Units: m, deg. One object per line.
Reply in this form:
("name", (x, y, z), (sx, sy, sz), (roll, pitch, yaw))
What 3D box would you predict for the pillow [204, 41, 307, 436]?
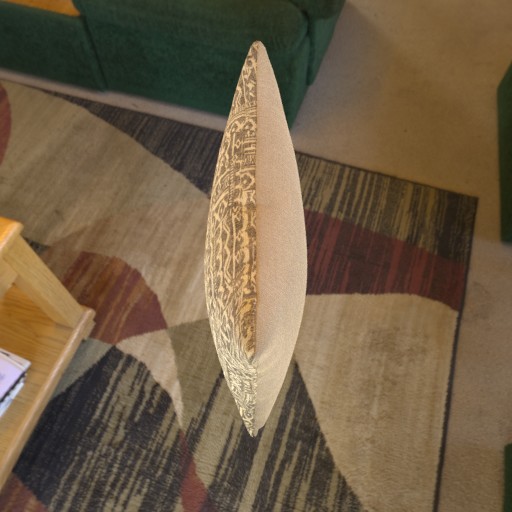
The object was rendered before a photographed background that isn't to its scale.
("pillow", (0.000, 0.000, 0.798), (0.180, 0.487, 0.546), (1, 60, 0))
